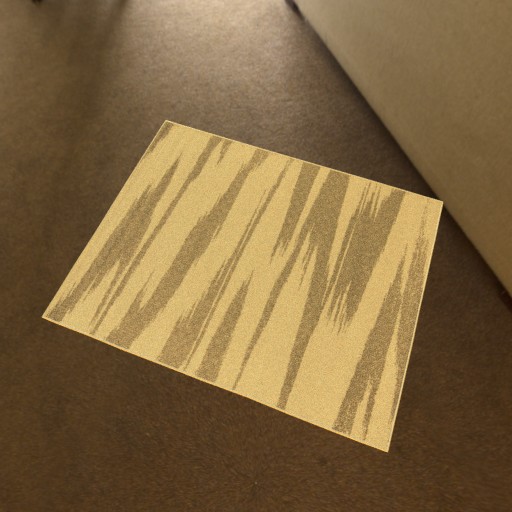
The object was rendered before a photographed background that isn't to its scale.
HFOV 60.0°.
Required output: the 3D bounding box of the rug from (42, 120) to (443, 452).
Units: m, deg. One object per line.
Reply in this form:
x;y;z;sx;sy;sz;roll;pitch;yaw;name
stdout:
0.000;0.000;3.966;2.945;0.014;2.353;19;64;9;rug
